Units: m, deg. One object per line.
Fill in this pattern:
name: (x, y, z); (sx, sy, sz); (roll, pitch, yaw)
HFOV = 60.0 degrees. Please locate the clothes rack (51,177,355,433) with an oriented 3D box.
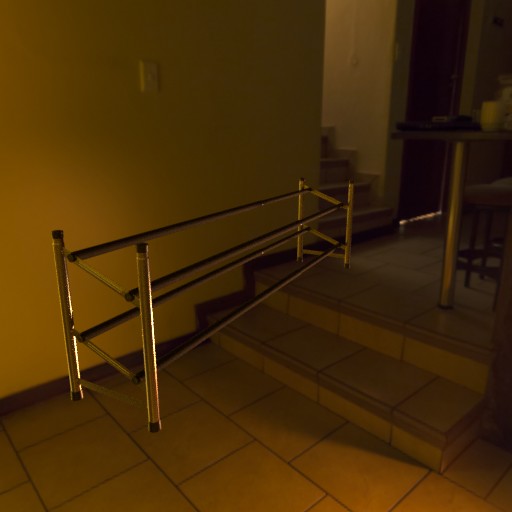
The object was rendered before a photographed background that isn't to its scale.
clothes rack: (0.000, 0.000, 1.294); (0.229, 0.349, 1.168); (8, 18, 28)
